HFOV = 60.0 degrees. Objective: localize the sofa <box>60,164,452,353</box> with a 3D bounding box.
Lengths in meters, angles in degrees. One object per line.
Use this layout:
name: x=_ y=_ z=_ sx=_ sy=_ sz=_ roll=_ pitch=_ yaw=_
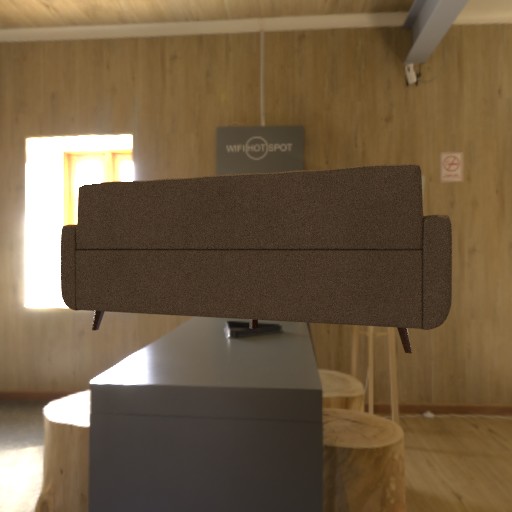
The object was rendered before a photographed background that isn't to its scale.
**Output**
sofa: x=0.000 y=0.000 z=2.581 sx=2.029 sy=0.841 sz=0.909 roll=0 pitch=1 yaw=19
